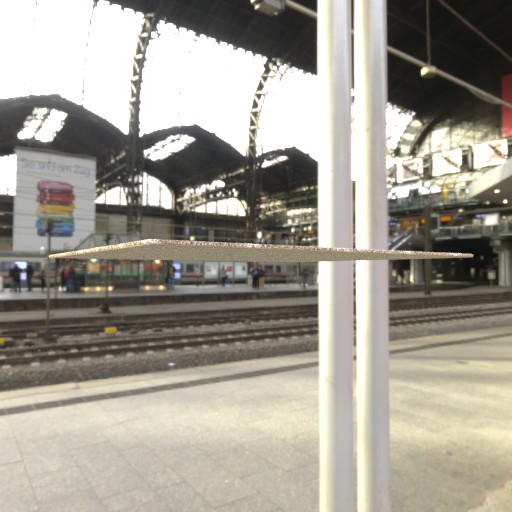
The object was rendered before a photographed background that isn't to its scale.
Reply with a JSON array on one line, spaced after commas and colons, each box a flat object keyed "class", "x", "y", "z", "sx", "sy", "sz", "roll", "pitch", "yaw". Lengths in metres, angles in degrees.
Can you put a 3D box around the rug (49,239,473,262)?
[{"class": "rug", "x": 0.000, "y": 0.000, "z": 4.048, "sx": 3.047, "sy": 0.029, "sz": 2.438, "roll": 2, "pitch": -3, "yaw": -36}]
